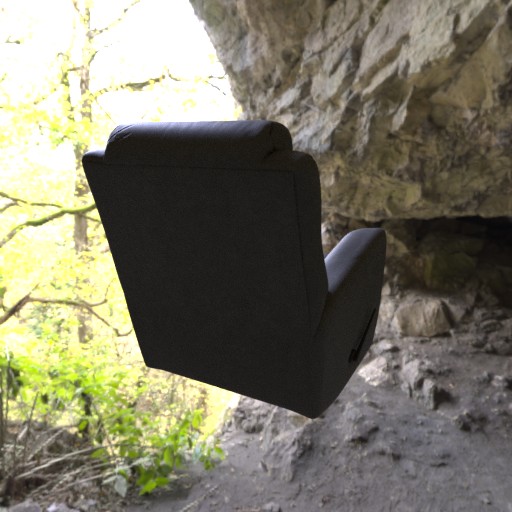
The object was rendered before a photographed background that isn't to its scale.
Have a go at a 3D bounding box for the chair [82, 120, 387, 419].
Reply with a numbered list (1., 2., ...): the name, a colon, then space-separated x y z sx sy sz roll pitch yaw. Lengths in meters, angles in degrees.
1. chair: 0.000 0.000 1.942 0.967 1.116 1.068 8 18 27
